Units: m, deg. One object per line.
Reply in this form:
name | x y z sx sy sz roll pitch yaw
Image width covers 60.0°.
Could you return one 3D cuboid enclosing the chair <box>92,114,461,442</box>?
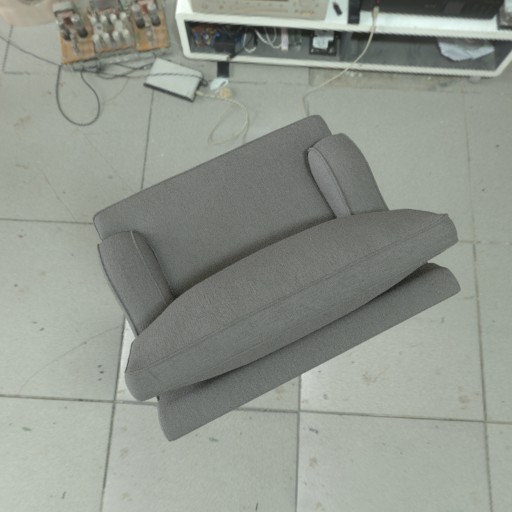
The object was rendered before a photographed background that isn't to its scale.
chair | 0.000 0.000 1.959 1.220 1.016 1.041 -26 78 -6
